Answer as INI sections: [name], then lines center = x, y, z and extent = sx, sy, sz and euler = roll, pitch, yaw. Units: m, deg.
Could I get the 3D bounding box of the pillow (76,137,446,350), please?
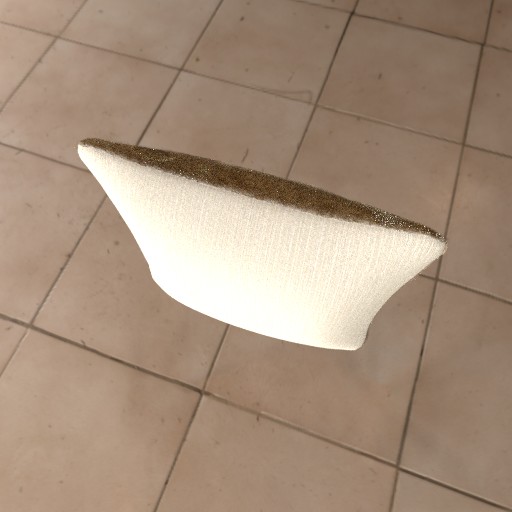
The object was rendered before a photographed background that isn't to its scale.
[pillow]
center = 0.000, 0.000, 0.836
extent = 0.538, 0.525, 0.216
euler = 17, 66, 8
